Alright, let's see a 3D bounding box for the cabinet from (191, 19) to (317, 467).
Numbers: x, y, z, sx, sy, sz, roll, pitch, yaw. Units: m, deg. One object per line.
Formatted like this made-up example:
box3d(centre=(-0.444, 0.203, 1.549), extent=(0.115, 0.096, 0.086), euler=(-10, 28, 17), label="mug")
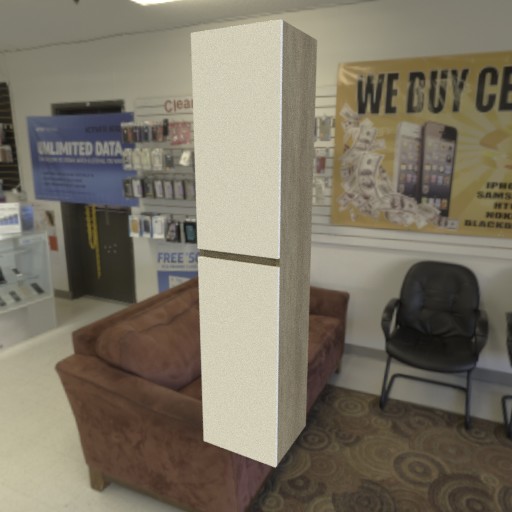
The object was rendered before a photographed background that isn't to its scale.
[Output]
box3d(centre=(0.000, 0.000, 1.539), extent=(0.300, 1.400, 0.270), euler=(7, 15, 28), label="cabinet")
